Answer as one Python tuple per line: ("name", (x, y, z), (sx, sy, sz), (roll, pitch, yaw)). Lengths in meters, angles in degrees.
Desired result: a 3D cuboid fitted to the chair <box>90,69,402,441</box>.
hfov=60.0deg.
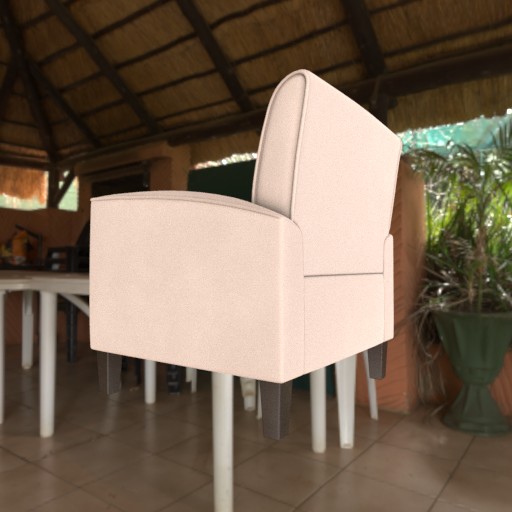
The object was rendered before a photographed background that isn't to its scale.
("chair", (0.000, 0.000, 1.574), (0.820, 0.915, 0.820), (-1, -2, 35))
